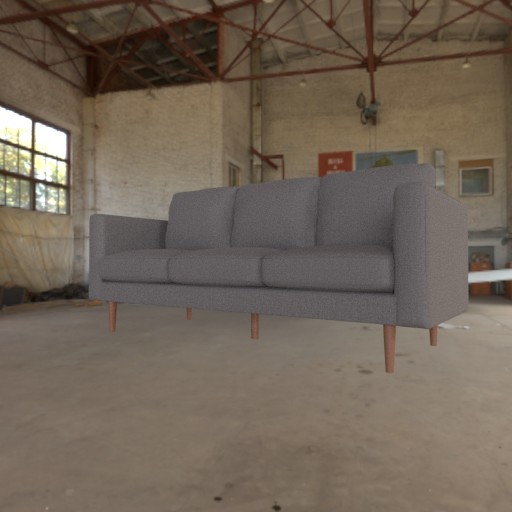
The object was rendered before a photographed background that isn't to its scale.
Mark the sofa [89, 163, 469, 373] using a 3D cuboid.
[{"bbox_3d":[0.000,0.000,2.455,2.029,0.912,0.802,0,-1,35],"label":"sofa"}]
